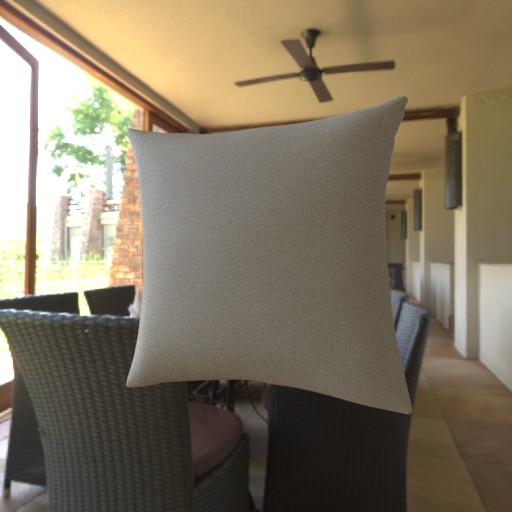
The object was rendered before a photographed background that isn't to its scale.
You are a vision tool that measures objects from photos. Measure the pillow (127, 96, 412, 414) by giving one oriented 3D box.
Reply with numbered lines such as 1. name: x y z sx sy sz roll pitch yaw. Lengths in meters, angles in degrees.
1. pillow: 0.000 0.000 0.773 0.512 0.497 0.204 0 -1 18
